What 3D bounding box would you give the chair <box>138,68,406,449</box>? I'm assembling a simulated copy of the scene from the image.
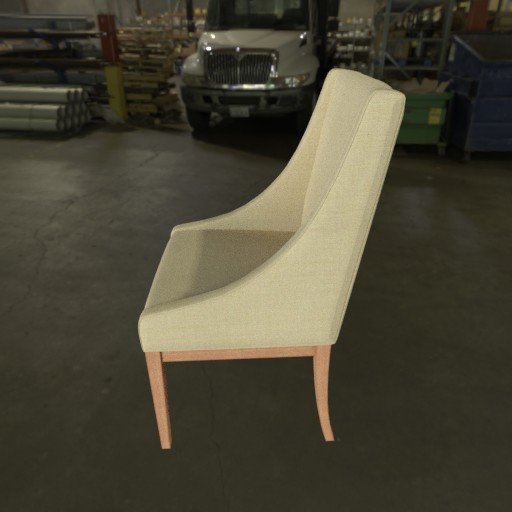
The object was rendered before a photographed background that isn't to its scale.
[{"bbox_3d":[0.000,0.000,1.349,0.611,1.021,0.575,0,27,-1],"label":"chair"}]
